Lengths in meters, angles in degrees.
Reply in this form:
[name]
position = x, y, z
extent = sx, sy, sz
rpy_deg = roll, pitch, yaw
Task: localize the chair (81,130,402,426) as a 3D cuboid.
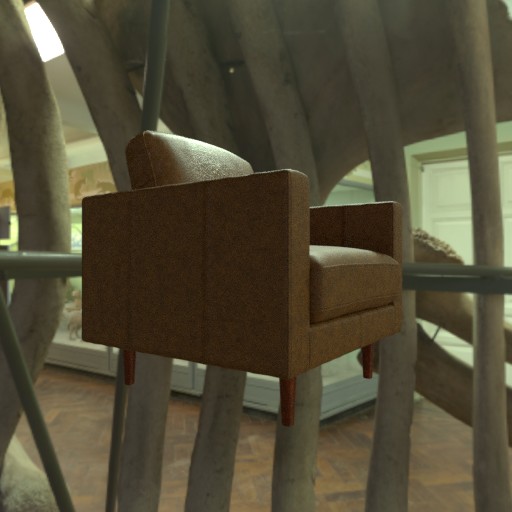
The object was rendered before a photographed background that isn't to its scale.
[chair]
position = 0.000, 0.000, 1.685
extent = 0.909, 0.956, 0.890
rpy_deg = 0, 0, 36
